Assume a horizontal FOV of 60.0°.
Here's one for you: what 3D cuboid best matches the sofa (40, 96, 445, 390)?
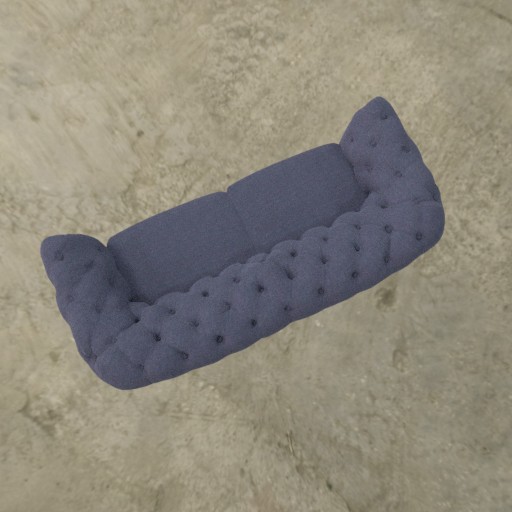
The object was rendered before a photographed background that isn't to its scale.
[{"bbox_3d":[0.000,0.000,2.877,2.335,0.836,1.046,-24,76,-7],"label":"sofa"}]
